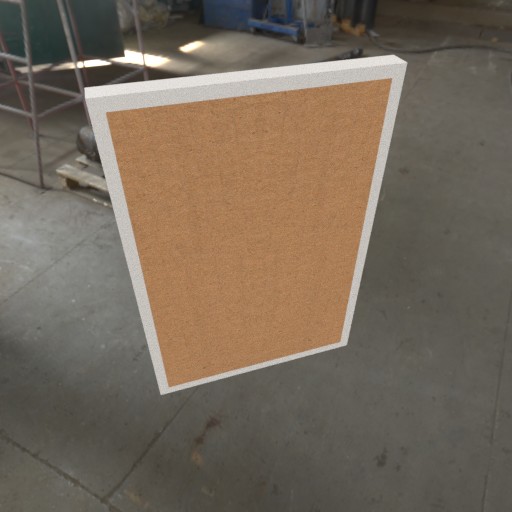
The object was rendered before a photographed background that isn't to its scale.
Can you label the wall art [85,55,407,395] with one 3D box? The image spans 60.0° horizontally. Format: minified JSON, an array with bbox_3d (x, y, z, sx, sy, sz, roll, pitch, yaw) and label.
[{"bbox_3d":[0.000,0.000,0.535,0.293,0.428,0.025,-12,42,-13],"label":"wall art"}]
